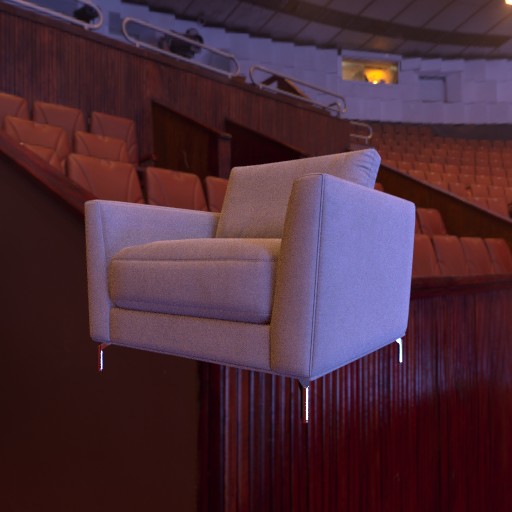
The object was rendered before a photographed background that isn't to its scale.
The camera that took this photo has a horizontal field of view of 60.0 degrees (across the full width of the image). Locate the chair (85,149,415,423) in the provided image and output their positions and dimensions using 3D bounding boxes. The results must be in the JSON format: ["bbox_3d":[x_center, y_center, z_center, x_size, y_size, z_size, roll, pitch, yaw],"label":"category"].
[{"bbox_3d":[0.000,0.000,1.729,1.041,0.864,0.889,0,0,36],"label":"chair"}]
